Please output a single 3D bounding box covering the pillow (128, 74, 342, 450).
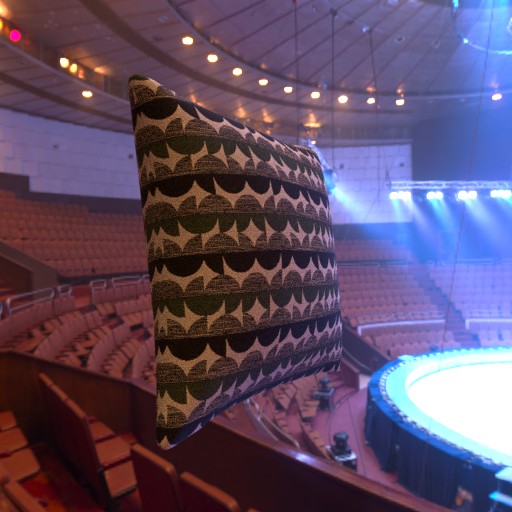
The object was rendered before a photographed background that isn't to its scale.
[{"bbox_3d":[0.000,0.000,0.637,0.180,0.404,0.419,0,-1,36],"label":"pillow"}]
